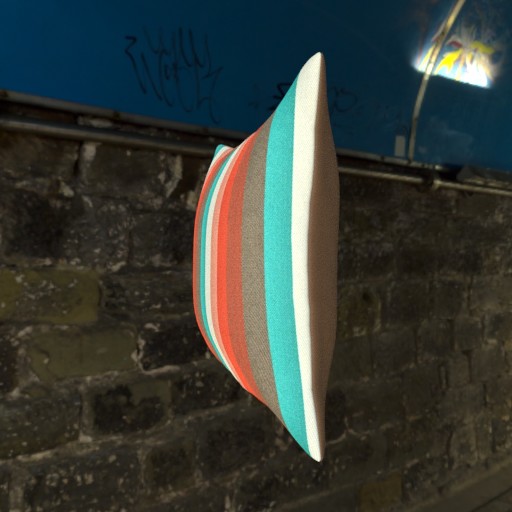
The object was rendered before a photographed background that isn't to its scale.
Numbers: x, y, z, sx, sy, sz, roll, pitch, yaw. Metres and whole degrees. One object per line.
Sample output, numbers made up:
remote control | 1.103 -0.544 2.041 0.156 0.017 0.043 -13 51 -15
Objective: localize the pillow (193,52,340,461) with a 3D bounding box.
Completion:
pillow | 0.000 0.000 0.691 0.168 0.443 0.453 0 1 -18
